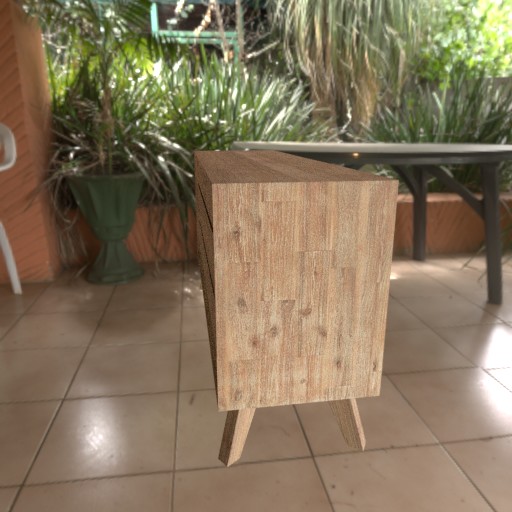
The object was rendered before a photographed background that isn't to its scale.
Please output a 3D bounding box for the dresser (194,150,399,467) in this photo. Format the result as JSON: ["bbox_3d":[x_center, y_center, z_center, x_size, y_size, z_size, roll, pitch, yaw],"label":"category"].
[{"bbox_3d":[0.000,0.000,1.892,0.455,0.805,1.554,-3,16,-9],"label":"dresser"}]
